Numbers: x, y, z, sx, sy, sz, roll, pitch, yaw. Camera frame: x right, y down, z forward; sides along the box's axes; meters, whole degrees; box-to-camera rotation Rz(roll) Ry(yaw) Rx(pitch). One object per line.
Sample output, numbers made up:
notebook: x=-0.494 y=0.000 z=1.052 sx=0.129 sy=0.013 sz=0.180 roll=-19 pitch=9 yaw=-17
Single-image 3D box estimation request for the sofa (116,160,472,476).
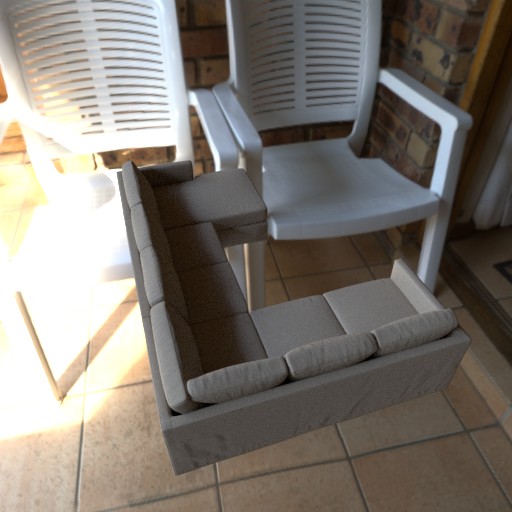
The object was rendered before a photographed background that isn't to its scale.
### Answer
sofa: x=0.000 y=0.000 z=4.542 sx=2.427 sy=0.882 sz=3.460 roll=-12 pitch=43 yaw=-14
